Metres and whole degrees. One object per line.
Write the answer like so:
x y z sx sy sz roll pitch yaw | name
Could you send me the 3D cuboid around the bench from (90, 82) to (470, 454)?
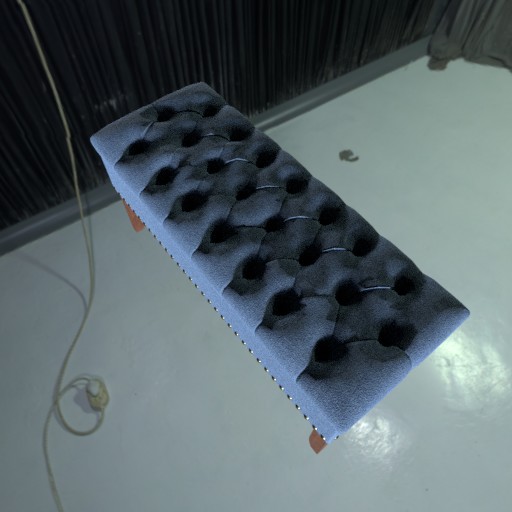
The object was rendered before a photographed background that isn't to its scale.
0.000 0.000 1.320 0.417 0.492 1.052 -34 64 -19 | bench
